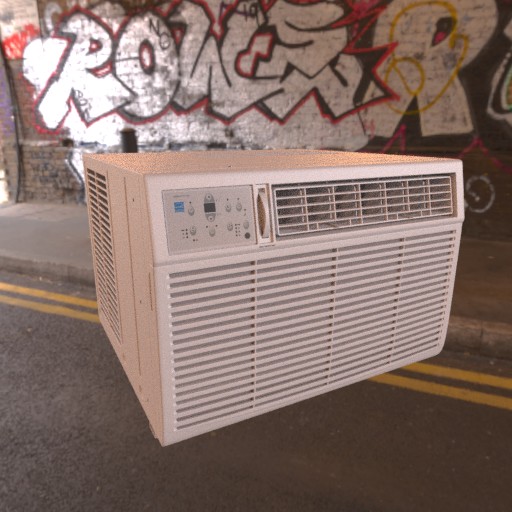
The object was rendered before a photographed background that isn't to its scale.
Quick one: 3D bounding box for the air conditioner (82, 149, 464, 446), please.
[{"bbox_3d":[0.000,0.000,1.036,0.645,0.455,0.599,-8,18,-27],"label":"air conditioner"}]
